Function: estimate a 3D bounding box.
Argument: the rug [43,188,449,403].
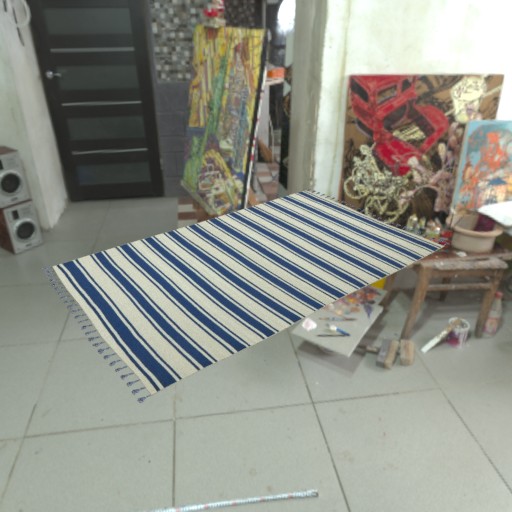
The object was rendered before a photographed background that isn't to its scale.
[{"bbox_3d":[0.000,0.000,2.625,2.108,0.009,1.248,-21,35,-33],"label":"rug"}]
